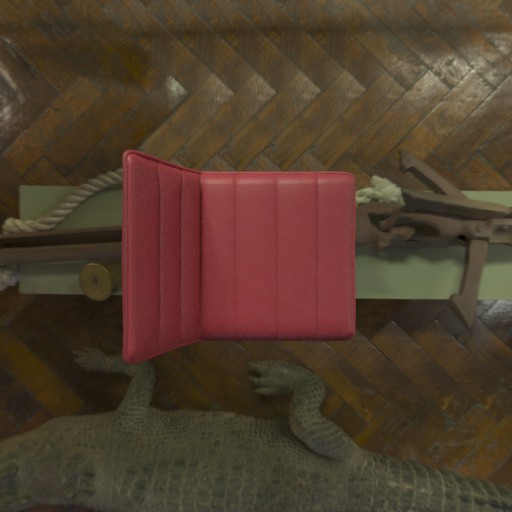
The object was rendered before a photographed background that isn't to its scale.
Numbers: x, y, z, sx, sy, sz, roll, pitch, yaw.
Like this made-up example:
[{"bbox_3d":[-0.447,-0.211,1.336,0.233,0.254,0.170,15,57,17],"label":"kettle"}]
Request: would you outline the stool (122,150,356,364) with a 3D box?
[{"bbox_3d":[0.000,0.000,1.247,0.524,0.937,0.489,0,90,0],"label":"stool"}]
